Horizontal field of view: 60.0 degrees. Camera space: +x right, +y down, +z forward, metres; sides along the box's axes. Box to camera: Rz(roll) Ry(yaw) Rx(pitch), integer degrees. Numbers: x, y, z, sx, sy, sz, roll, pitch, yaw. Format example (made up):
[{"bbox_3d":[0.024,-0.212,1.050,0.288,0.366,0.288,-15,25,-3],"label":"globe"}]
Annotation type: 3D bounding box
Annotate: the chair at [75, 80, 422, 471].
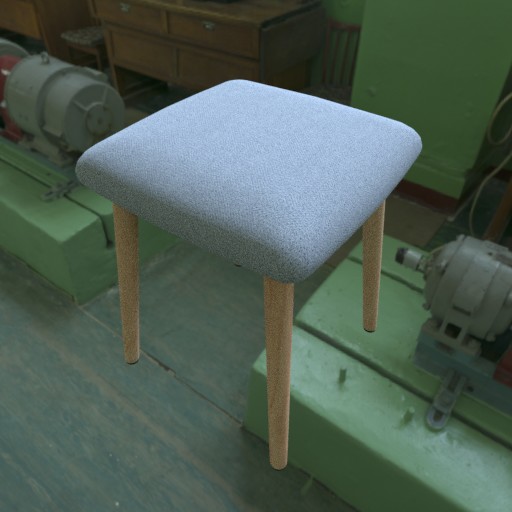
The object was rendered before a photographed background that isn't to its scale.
[{"bbox_3d":[0.000,0.000,0.693,0.350,0.440,0.350,26,48,26],"label":"chair"}]
